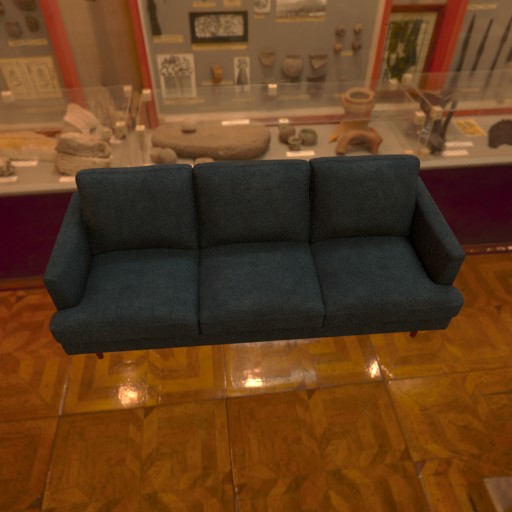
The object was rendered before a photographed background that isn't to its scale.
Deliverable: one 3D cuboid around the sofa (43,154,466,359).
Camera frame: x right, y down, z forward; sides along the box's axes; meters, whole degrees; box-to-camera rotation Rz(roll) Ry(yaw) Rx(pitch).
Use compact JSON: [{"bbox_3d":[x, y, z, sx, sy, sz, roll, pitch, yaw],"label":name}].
[{"bbox_3d":[0.000,0.000,2.652,2.246,0.930,0.903,-3,45,-3],"label":"sofa"}]
